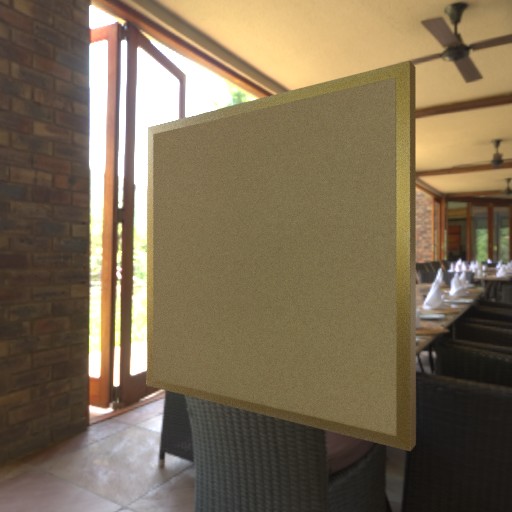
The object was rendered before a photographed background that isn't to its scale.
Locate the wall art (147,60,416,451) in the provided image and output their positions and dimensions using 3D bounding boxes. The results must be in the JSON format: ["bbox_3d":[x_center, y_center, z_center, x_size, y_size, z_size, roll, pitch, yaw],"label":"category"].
[{"bbox_3d":[0.000,0.000,1.097,0.762,0.760,0.037,0,0,35],"label":"wall art"}]
